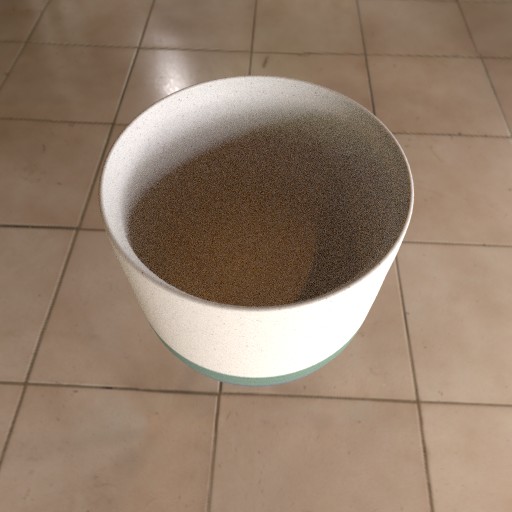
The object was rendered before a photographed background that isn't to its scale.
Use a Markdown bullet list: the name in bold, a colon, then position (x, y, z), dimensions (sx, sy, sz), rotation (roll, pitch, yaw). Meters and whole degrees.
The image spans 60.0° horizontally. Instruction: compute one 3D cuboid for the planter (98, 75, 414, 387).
- **planter**: position (0.000, 0.000, 0.492), dimensions (0.268, 0.270, 0.268), rotation (0, 57, 0)
